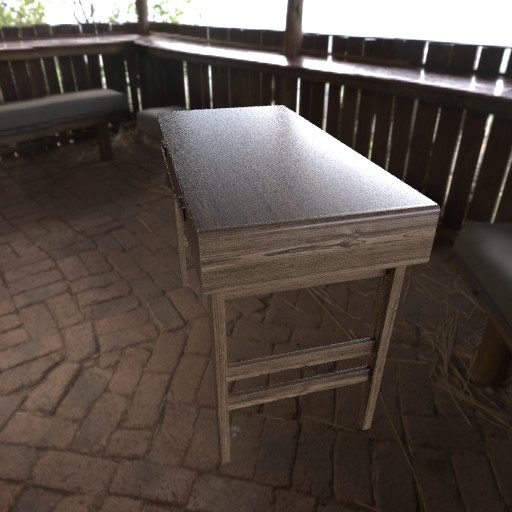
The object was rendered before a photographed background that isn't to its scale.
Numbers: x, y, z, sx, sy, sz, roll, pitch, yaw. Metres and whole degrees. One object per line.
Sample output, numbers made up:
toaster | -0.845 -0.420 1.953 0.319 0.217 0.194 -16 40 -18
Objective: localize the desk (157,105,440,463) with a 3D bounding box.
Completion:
desk | 0.000 0.000 1.494 0.508 0.755 1.067 -8 31 -13
